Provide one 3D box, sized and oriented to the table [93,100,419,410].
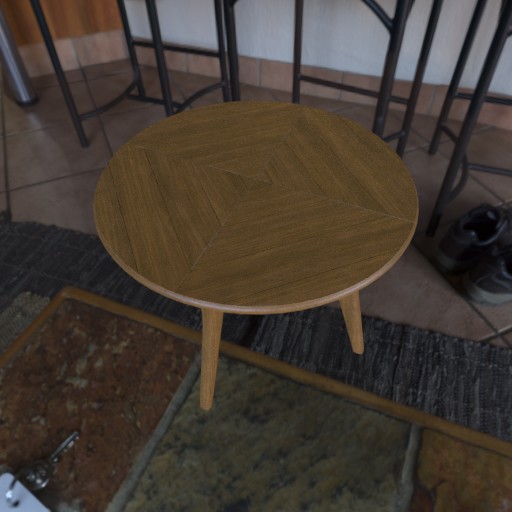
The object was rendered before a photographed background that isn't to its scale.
[{"bbox_3d":[0.000,0.000,1.749,1.055,0.757,1.055,0,48,0],"label":"table"}]
